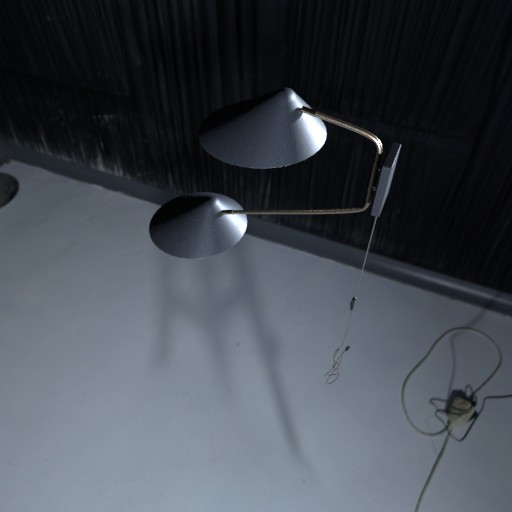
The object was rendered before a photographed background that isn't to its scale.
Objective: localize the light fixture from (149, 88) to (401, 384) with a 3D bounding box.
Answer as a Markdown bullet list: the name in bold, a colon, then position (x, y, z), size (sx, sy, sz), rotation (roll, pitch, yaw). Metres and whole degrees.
- **light fixture**: position (0.000, 0.000, 0.834), size (0.422, 0.665, 0.189), rotation (18, 49, 16)
